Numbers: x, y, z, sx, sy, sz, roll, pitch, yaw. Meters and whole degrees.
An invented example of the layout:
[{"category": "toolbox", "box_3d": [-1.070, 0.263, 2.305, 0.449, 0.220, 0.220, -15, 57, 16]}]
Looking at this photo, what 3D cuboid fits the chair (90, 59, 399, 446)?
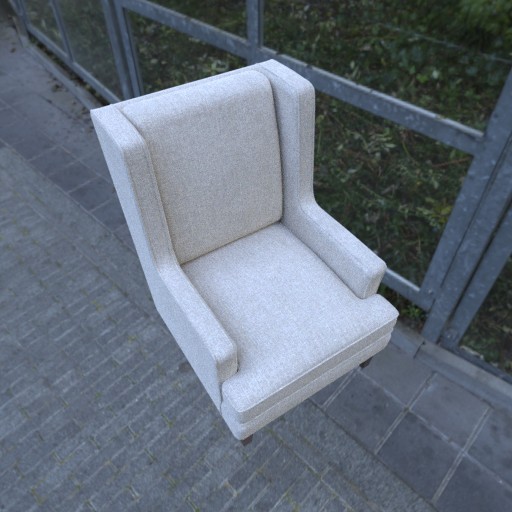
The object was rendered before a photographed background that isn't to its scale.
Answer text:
[{"category": "chair", "box_3d": [0.000, 0.000, 1.767, 0.764, 1.082, 0.948, -25, 52, -22]}]
